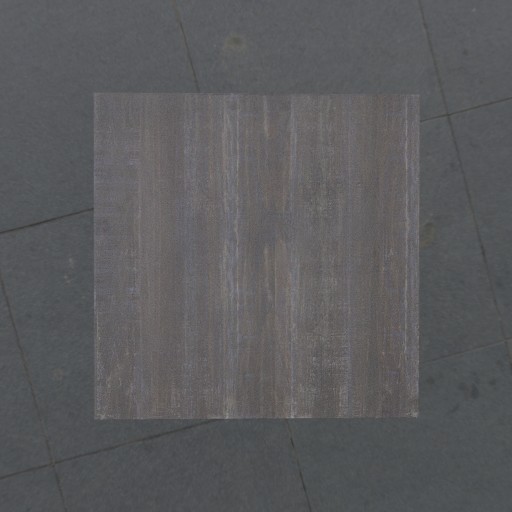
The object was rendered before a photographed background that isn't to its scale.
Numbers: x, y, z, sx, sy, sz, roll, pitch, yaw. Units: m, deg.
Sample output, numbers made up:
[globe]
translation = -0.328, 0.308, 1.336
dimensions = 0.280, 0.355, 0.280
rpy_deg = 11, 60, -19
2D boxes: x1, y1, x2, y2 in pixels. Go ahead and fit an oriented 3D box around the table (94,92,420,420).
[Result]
[table]
translation = 0.000, 0.000, 1.148
dimensions = 0.696, 0.400, 0.696
rpy_deg = 0, 90, -1
